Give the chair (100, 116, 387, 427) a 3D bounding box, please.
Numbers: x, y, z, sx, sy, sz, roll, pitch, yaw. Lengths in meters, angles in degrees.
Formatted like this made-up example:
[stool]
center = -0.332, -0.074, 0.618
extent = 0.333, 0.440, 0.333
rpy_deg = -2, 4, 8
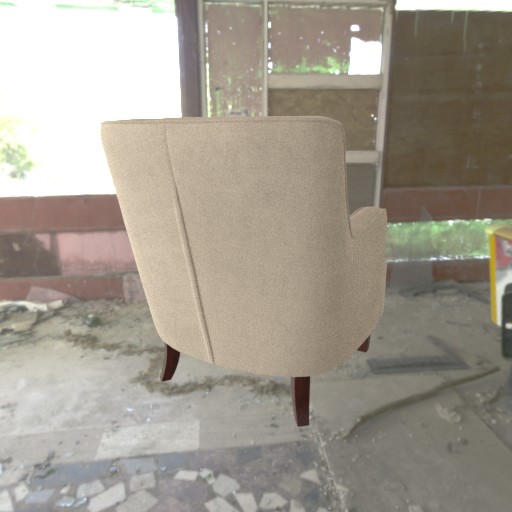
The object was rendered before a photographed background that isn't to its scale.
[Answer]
[chair]
center = 0.000, 0.000, 1.571
extent = 0.781, 0.920, 0.910
rpy_deg = 8, 17, 27
